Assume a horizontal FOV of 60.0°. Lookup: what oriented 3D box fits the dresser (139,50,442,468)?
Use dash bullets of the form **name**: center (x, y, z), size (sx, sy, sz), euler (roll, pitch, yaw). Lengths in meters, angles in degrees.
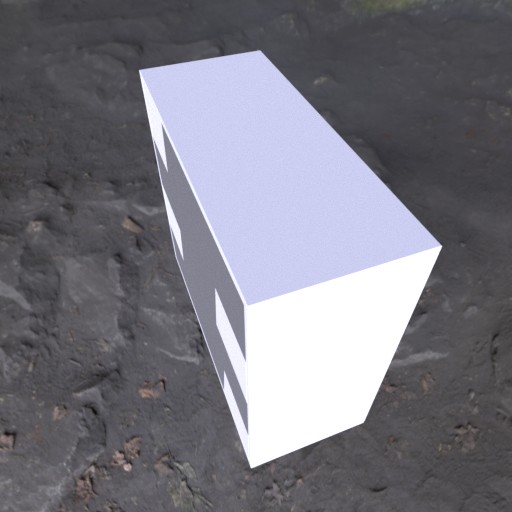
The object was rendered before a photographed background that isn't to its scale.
- **dresser**: center (0.000, 0.000, 1.636), size (0.460, 1.000, 1.100), euler (-16, 49, -14)
